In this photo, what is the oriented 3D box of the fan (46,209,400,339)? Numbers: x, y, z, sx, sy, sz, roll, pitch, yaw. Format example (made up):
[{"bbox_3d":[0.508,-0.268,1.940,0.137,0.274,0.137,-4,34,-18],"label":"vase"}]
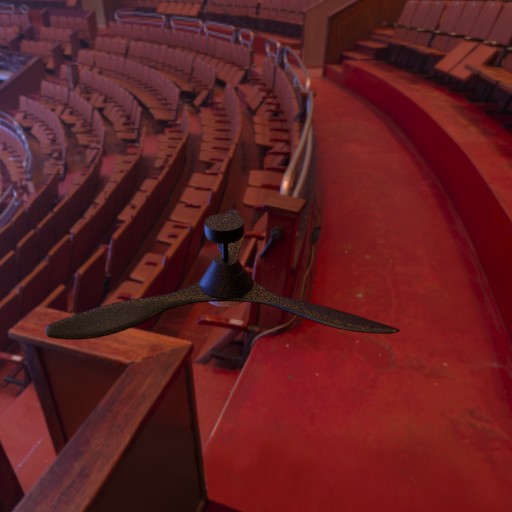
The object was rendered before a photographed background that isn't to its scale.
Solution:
[{"bbox_3d":[0.000,0.000,1.645,1.067,0.305,1.067,9,31,15],"label":"fan"}]
